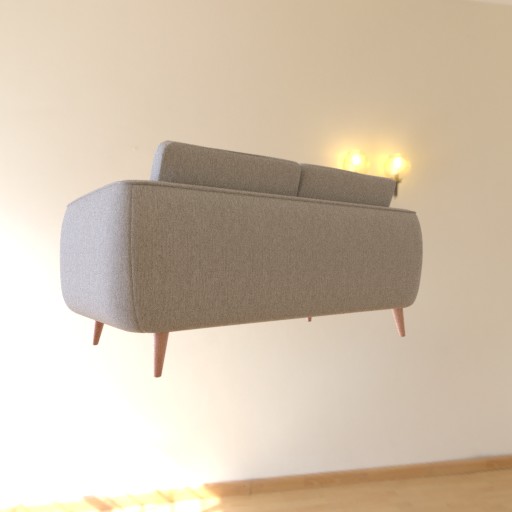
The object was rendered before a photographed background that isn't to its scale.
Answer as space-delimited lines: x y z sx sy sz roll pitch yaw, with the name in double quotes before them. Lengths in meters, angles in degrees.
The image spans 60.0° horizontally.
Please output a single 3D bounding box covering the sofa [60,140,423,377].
"sofa" 0.000 0.000 2.250 1.700 0.850 0.920 0 -1 -36
